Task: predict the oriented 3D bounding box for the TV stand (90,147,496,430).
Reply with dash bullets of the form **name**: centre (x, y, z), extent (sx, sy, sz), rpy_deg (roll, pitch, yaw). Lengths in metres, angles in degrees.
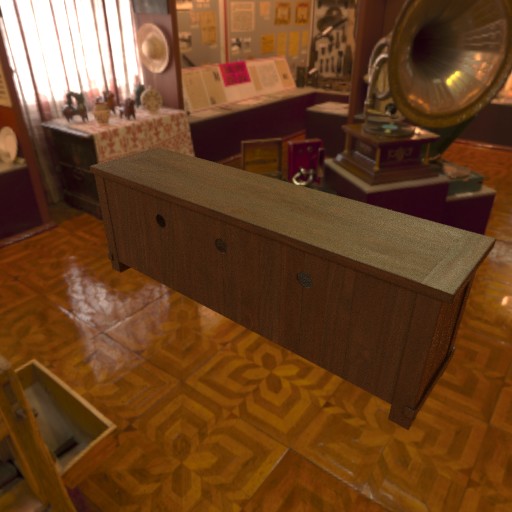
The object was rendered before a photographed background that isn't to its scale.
- **TV stand**: centre (0.000, 0.000, 2.108), extent (1.866, 0.615, 0.471), rpy_deg (22, 36, 33)
